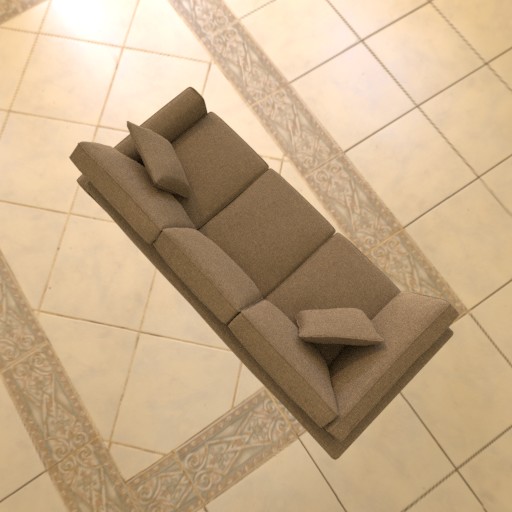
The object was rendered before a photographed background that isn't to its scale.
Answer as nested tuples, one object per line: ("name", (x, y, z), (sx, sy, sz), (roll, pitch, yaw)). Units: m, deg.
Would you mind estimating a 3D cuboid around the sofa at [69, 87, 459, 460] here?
("sofa", (0.000, 0.000, 2.899), (1.061, 0.962, 2.317), (-42, 80, -10))
